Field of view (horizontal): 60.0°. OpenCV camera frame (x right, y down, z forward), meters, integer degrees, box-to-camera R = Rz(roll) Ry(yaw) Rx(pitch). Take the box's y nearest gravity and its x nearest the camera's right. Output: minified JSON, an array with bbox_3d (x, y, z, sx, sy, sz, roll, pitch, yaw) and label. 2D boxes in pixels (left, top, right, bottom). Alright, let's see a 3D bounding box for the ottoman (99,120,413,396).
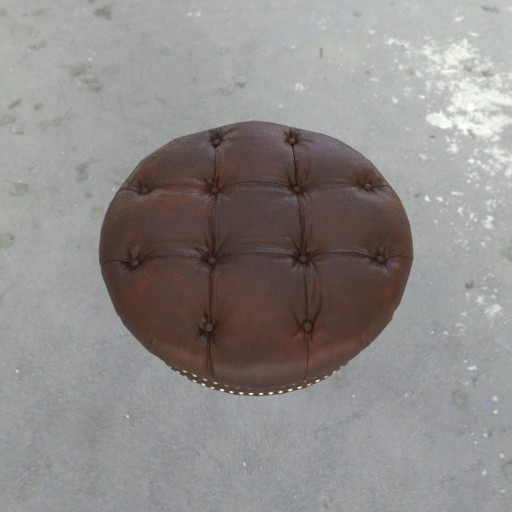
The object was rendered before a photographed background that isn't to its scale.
[{"bbox_3d":[0.000,0.000,1.406,0.901,0.455,0.901,0,59,0],"label":"ottoman"}]
